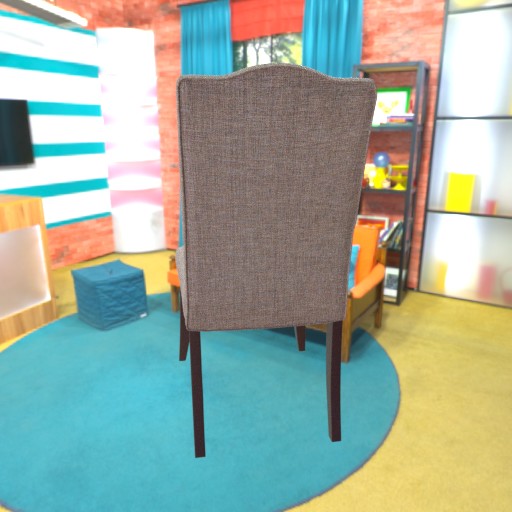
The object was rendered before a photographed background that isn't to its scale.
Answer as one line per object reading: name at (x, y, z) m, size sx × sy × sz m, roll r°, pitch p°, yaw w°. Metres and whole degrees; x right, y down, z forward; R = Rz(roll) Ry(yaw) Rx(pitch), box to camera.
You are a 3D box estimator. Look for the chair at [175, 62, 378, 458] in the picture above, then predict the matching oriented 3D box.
chair at (0.000, 0.000, 1.360) m, size 0.513 × 1.016 × 0.660 m, roll -3°, pitch 16°, yaw -9°
